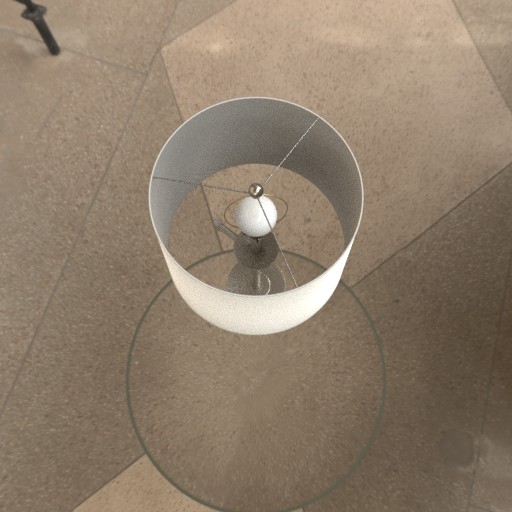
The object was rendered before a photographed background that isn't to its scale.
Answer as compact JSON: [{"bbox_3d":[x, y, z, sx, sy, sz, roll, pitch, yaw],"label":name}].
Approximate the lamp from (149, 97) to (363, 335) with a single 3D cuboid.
[{"bbox_3d":[0.000,0.000,0.907,0.333,0.696,0.333,0,75,0],"label":"lamp"}]
